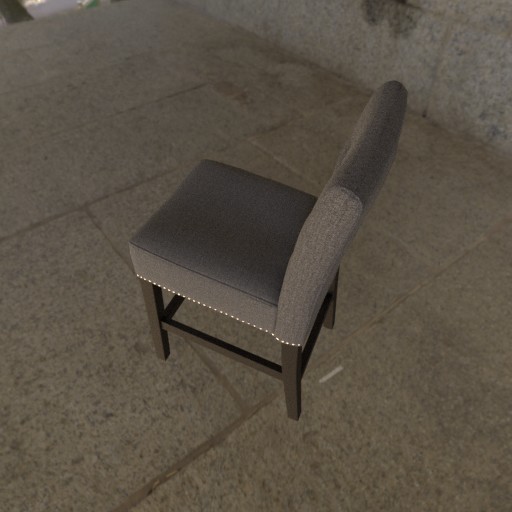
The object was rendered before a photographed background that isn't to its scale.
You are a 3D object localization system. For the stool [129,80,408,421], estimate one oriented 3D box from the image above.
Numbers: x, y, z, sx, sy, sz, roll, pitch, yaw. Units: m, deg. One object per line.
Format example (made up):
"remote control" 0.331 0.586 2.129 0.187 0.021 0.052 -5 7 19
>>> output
"stool" 0.000 0.000 1.192 0.571 0.885 0.427 17 49 16
